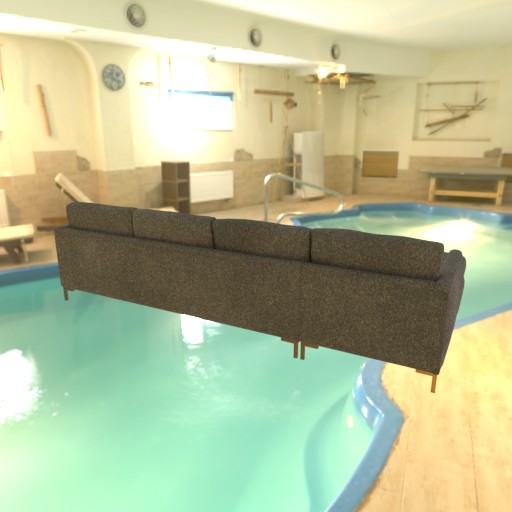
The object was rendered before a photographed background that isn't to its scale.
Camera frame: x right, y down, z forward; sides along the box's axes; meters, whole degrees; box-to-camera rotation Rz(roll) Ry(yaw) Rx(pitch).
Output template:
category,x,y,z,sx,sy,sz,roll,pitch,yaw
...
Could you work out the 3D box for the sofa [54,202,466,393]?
category,x,y,z,sx,sy,sz,roll,pitch,yaw
sofa,0.000,0.000,3.439,2.932,0.810,1.350,8,18,26
